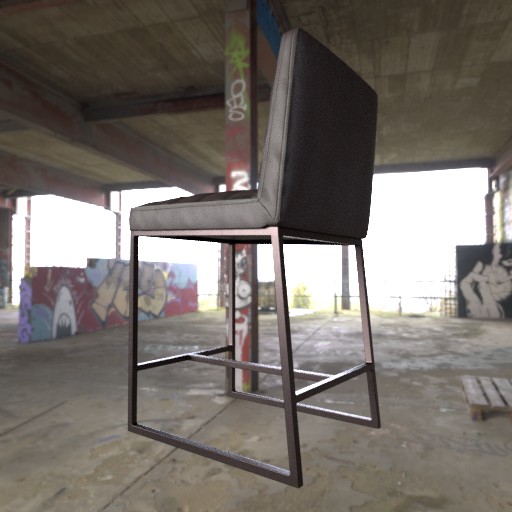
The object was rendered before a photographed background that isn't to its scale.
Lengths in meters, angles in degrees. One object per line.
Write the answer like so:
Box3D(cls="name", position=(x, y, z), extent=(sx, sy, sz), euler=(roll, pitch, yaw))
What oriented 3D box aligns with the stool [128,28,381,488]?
Box3D(cls="stool", position=(0.000, 0.000, 1.228), extent=(0.562, 0.946, 0.463), euler=(-2, -3, 37))
